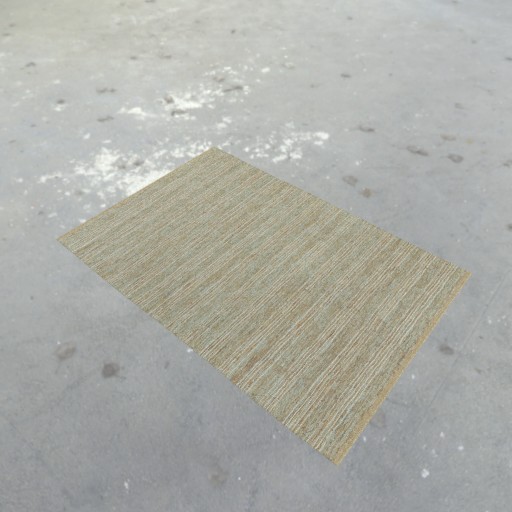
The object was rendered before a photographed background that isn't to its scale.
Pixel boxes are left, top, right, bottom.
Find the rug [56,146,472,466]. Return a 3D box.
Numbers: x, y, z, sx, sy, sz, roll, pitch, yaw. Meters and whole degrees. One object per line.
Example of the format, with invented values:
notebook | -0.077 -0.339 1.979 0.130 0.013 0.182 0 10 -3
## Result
rug | 0.000 0.000 2.335 1.824 0.010 1.240 31 53 27
